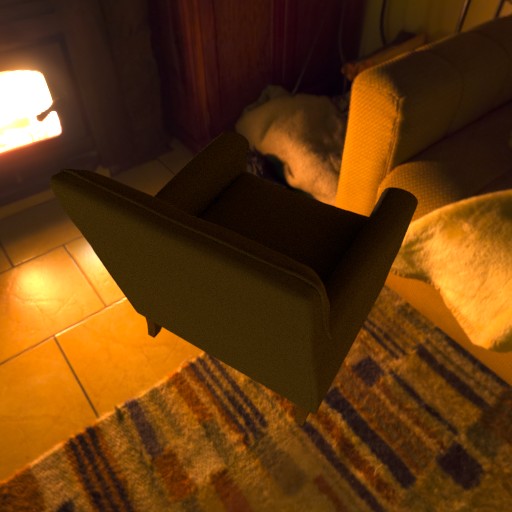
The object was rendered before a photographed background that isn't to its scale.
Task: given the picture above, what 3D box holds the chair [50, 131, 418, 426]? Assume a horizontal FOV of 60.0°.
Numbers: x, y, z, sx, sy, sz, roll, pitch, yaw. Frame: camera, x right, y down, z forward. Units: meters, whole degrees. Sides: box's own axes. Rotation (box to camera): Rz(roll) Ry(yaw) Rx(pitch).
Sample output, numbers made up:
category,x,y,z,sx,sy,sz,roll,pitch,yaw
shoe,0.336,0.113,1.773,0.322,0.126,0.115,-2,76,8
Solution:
category,x,y,z,sx,sy,sz,roll,pitch,yaw
chair,0.000,0.000,1.571,0.836,0.911,0.831,24,51,21
